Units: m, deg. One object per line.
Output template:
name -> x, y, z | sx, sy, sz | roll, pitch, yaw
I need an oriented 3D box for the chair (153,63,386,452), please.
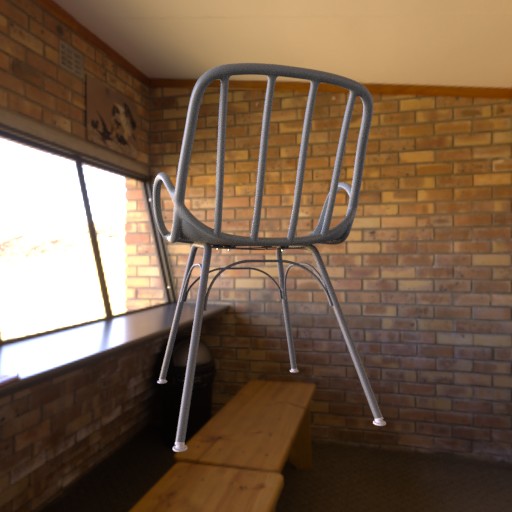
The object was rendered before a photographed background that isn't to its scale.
chair -> 0.000, 0.000, 1.232 | 0.549, 0.816, 0.597 | 0, 0, -17
